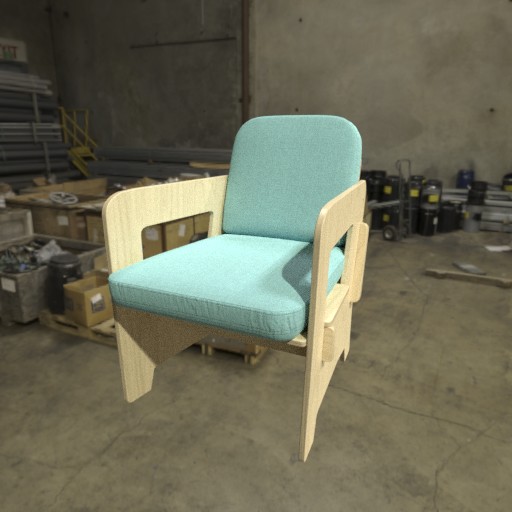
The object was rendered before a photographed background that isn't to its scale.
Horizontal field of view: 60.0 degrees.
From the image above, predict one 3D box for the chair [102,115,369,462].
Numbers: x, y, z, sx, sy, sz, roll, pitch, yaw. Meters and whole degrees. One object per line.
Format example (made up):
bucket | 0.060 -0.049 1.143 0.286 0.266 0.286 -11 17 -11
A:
chair | 0.000 0.000 1.295 0.590 0.800 0.710 8 18 25
